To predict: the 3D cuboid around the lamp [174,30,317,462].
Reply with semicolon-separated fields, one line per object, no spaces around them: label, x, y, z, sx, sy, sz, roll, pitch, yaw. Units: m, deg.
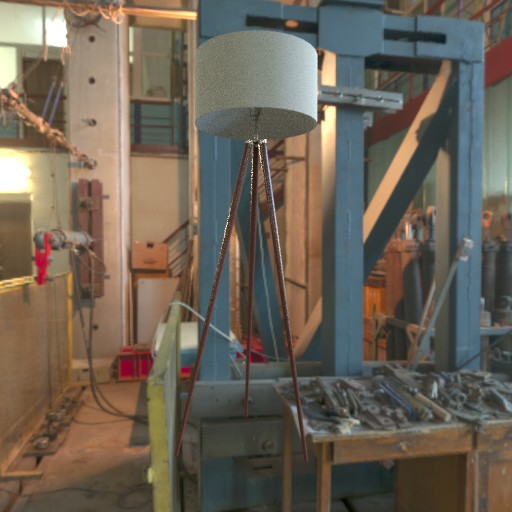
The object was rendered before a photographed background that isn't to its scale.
lamp;0.000;0.000;1.773;0.483;1.553;0.483;1;2;35
